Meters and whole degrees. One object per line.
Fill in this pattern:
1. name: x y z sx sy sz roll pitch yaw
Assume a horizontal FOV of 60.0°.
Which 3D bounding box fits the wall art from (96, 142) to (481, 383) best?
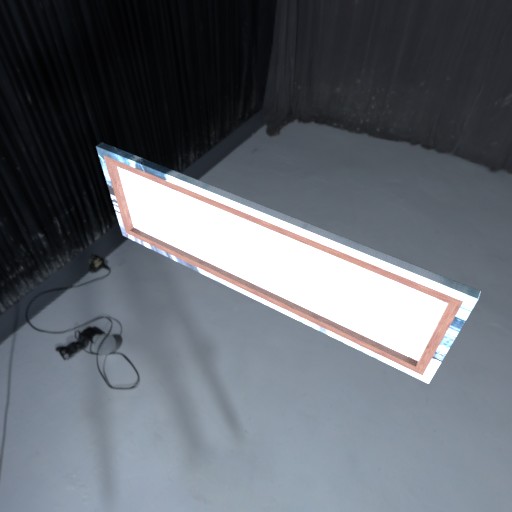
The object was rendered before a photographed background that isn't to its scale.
1. wall art: 0.000 0.000 1.746 1.524 0.509 0.037 24 51 21
